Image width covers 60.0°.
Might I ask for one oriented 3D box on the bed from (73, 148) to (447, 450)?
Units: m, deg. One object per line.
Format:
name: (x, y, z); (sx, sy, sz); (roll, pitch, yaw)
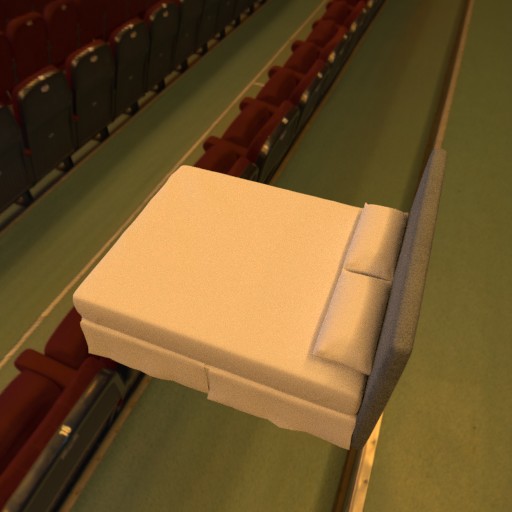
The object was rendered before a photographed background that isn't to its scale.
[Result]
bed: (0.000, 0.000, 3.175); (2.142, 1.330, 1.713); (16, 50, 14)
